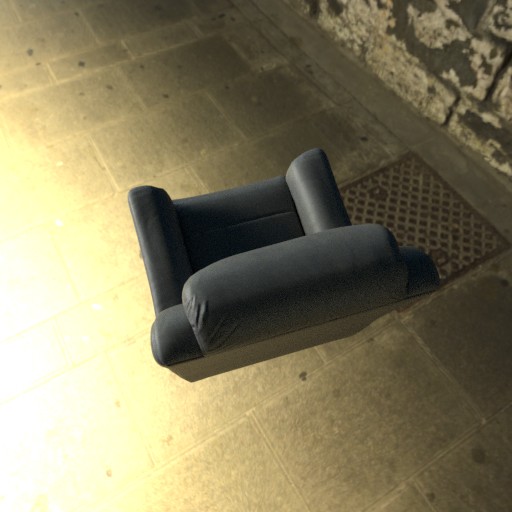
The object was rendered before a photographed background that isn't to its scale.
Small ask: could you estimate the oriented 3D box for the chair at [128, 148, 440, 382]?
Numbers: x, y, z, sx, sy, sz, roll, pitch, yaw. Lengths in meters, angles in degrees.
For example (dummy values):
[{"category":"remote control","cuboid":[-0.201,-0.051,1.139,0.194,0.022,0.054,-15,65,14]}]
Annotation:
[{"category":"chair","cuboid":[0.000,0.000,1.905,0.965,1.116,1.068,-14,59,-9]}]
